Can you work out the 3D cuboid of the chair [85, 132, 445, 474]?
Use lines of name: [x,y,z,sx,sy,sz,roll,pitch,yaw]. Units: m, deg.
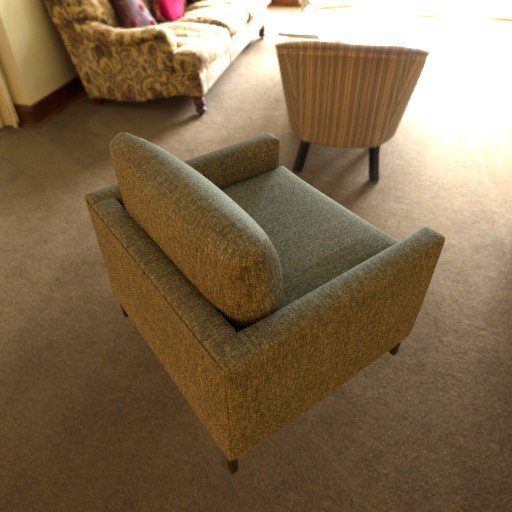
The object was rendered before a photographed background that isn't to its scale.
chair: [0.000,0.000,1.629,0.866,0.861,0.963,-26,47,-27]
